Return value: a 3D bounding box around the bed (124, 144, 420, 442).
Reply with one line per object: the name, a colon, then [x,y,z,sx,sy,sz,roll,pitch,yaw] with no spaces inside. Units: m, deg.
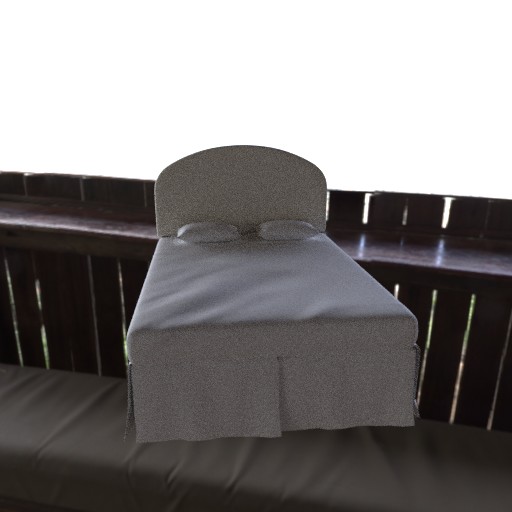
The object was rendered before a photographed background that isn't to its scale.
bed: [0.000,0.000,3.078,1.607,1.410,2.005,-2,17,-7]
